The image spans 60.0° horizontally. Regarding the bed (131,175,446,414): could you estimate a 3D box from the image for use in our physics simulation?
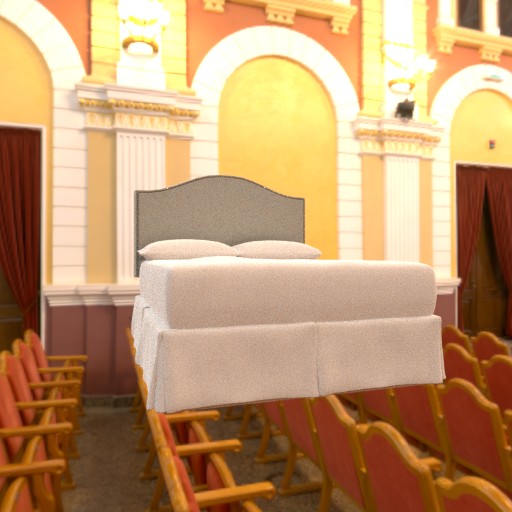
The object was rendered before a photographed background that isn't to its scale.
[{"bbox_3d":[0.000,0.000,3.436,1.813,1.607,2.180,0,0,-18],"label":"bed"}]
